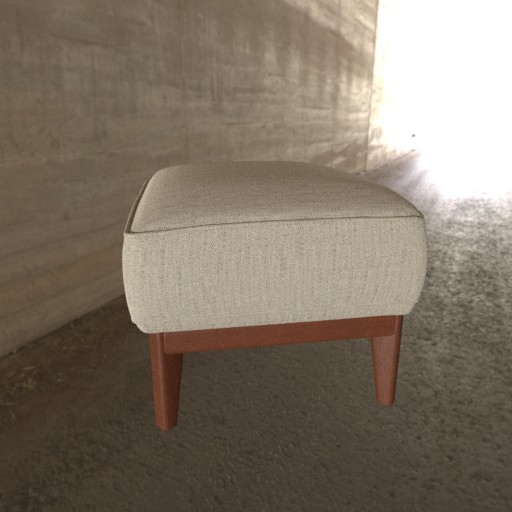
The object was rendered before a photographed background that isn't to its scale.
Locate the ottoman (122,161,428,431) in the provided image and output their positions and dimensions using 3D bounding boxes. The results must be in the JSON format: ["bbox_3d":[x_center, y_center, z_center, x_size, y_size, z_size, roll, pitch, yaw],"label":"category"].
[{"bbox_3d":[0.000,0.000,1.183,0.594,0.465,0.794,-3,17,-9],"label":"ottoman"}]
